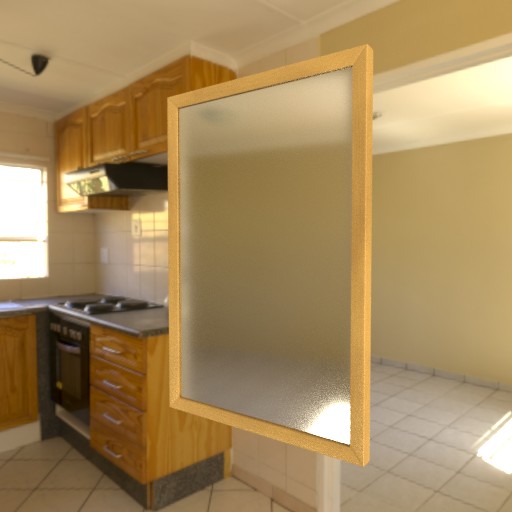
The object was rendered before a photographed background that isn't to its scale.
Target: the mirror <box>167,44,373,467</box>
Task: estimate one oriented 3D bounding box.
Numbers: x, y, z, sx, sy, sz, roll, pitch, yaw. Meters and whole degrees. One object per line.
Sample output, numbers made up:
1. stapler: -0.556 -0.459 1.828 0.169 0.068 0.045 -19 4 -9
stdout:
1. mirror: 0.000 0.000 1.150 0.609 0.915 0.040 1 2 35
